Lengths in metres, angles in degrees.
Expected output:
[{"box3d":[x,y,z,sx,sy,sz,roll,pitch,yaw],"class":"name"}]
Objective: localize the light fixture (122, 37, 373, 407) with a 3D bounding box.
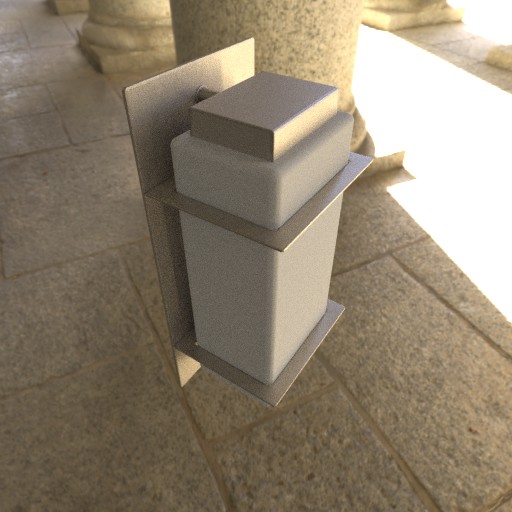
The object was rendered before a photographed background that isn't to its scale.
[{"box3d":[0.000,0.000,0.472,0.160,0.380,0.168,24,46,25],"class":"light fixture"}]
